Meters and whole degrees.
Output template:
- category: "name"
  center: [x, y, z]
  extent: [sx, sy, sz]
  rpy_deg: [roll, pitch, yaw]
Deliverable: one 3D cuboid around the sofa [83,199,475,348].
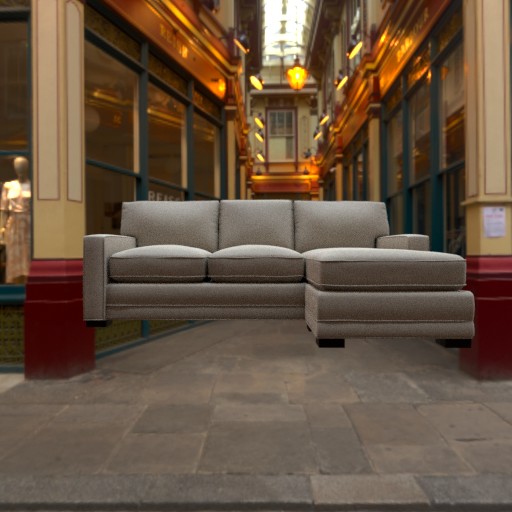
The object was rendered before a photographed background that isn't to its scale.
- category: "sofa"
  center: [0.000, 0.000, 2.831]
  extent: [2.087, 0.861, 1.496]
  rpy_deg: [0, 1, 0]
